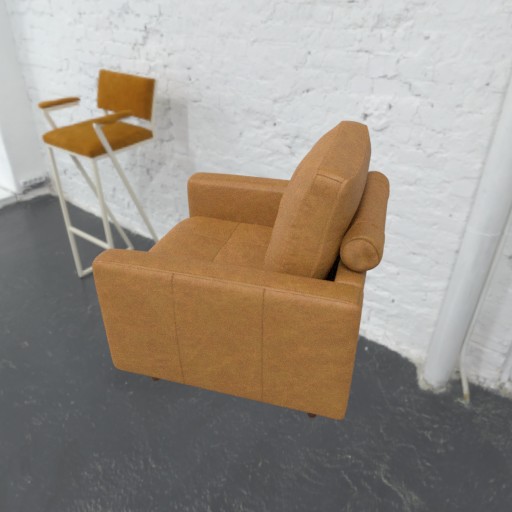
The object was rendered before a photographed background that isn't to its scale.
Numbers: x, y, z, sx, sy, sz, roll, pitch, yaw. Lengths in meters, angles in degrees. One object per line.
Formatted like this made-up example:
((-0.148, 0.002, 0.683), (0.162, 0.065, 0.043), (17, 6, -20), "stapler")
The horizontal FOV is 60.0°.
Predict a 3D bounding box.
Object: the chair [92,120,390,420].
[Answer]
((0.000, 0.000, 1.618), (0.868, 0.896, 0.831), (8, 32, 14), "chair")
